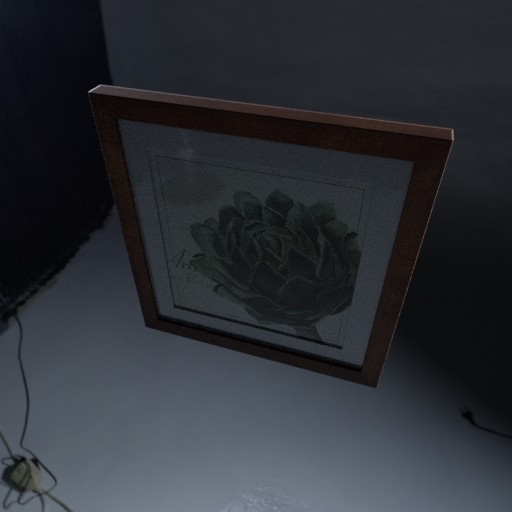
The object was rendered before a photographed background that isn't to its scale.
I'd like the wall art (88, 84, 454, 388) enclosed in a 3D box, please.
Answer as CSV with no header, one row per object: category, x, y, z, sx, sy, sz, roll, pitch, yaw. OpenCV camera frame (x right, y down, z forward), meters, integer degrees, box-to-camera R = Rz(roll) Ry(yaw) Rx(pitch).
wall art,0.000,0.000,0.842,0.554,0.572,0.037,12,42,14
